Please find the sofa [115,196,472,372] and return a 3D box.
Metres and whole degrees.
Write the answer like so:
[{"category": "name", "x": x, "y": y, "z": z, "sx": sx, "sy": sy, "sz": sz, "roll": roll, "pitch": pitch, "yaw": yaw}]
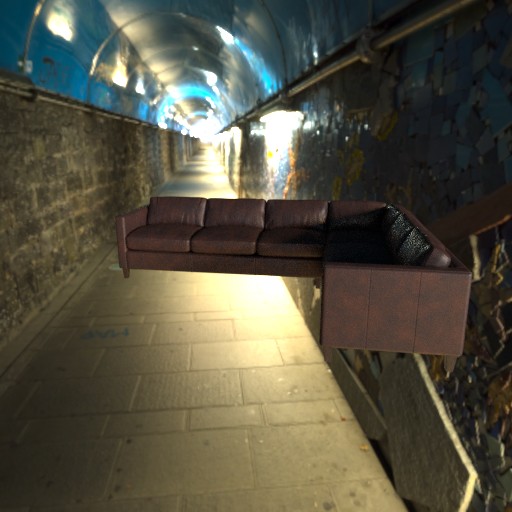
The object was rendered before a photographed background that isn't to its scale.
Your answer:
[{"category": "sofa", "x": 0.000, "y": 0.000, "z": 4.227, "sx": 3.152, "sy": 0.836, "sz": 2.438, "roll": 2, "pitch": 15, "yaw": 9}]
